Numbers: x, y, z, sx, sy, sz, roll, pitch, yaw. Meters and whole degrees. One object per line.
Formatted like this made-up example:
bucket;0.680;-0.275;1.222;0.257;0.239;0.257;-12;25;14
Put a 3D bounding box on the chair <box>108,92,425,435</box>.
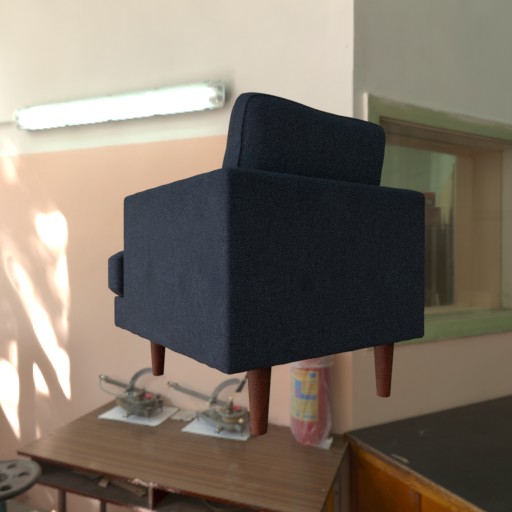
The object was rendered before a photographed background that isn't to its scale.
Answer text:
chair;0.000;0.000;1.668;0.858;0.957;0.899;-1;1;-36
